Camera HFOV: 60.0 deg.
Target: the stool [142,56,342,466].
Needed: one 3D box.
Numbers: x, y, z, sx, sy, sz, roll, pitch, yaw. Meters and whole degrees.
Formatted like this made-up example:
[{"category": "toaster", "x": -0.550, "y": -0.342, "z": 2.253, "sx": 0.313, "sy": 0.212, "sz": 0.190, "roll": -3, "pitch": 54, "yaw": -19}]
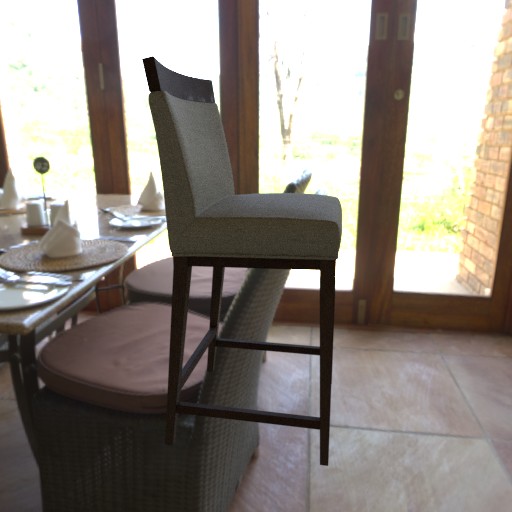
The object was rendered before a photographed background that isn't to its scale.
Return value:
[{"category": "stool", "x": 0.000, "y": 0.000, "z": 1.419, "sx": 0.531, "sy": 1.117, "sz": 0.511, "roll": 3, "pitch": 16, "yaw": 10}]
